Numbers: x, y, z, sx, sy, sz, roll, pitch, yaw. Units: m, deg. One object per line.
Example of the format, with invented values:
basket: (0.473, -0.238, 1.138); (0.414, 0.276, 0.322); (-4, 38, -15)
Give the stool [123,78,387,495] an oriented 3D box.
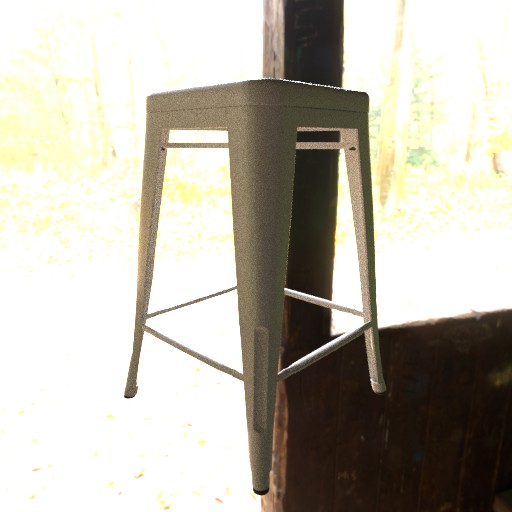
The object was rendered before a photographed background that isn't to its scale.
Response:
stool: (0.000, 0.000, 0.872); (0.406, 0.610, 0.406); (14, 20, 42)
